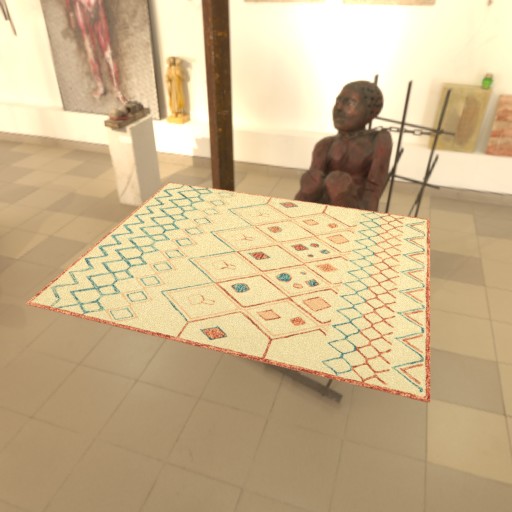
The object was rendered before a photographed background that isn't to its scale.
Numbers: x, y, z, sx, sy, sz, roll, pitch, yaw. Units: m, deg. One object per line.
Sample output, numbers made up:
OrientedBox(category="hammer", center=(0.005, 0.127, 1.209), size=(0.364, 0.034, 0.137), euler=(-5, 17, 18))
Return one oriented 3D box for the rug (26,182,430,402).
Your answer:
OrientedBox(category="rug", center=(0.000, 0.000, 4.089), size=(3.050, 0.016, 2.441), euler=(10, 35, 15))
